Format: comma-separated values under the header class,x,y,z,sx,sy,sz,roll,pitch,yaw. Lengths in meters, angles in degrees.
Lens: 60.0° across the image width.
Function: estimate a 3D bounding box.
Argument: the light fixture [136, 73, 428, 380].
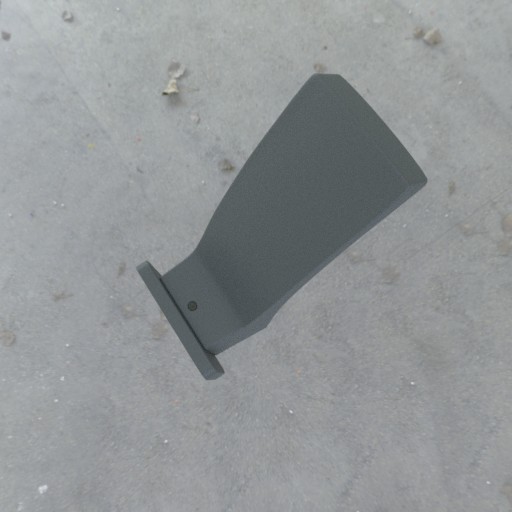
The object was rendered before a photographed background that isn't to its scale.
class,x,y,z,sx,sy,sz,roll,pitch,yaw
light fixture,0.000,0.000,0.335,0.174,0.243,0.108,-33,77,-8
